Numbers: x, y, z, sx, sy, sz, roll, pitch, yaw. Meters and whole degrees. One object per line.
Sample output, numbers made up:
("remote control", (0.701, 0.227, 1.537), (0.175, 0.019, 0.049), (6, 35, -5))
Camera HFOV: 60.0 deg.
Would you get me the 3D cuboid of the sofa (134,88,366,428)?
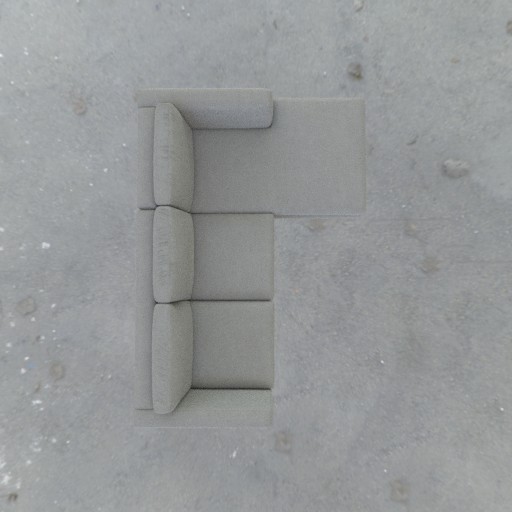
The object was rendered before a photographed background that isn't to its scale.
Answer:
("sofa", (0.000, 0.000, 3.167), (1.580, 0.860, 2.300), (0, 88, 0))
